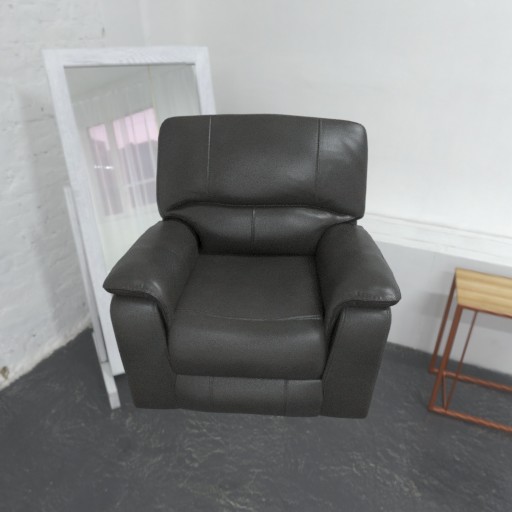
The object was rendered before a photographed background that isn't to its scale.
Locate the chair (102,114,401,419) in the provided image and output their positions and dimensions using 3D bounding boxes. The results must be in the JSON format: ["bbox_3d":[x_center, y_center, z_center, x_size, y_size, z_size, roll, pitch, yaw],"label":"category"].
[{"bbox_3d":[0.000,0.000,2.025,1.096,1.109,1.087,2,29,3],"label":"chair"}]
